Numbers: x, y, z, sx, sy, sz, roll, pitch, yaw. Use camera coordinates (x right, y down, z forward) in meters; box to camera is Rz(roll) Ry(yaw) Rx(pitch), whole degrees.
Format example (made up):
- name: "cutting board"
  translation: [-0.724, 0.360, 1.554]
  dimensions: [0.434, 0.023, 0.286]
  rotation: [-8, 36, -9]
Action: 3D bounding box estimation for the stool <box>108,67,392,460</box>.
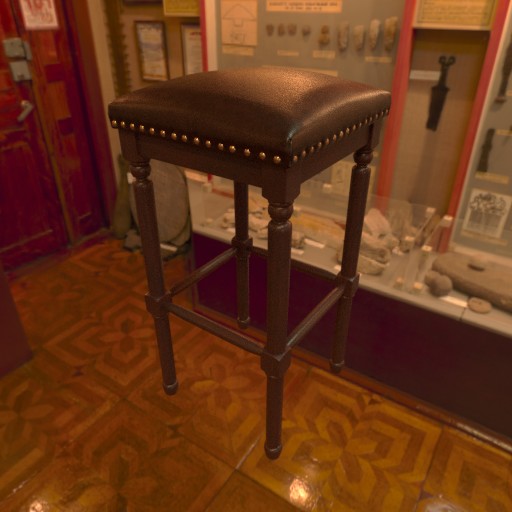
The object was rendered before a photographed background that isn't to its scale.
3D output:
- name: "stool"
  translation: [0.000, 0.000, 0.984]
  dimensions: [0.383, 0.768, 0.382]
  rotation: [20, 36, 30]
